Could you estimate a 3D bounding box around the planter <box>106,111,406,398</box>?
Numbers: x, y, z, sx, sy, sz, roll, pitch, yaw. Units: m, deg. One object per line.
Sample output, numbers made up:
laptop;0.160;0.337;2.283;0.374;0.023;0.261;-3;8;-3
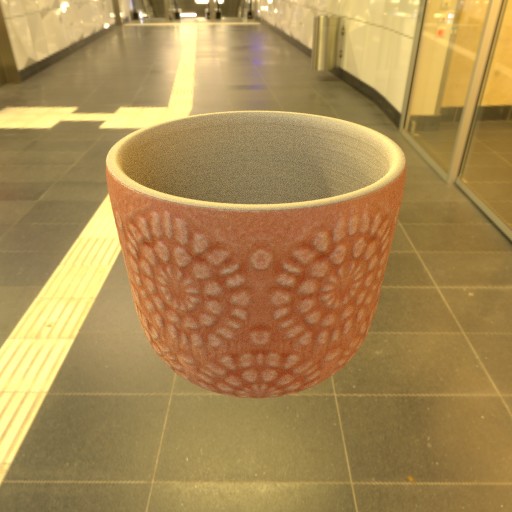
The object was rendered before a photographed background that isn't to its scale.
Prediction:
planter;0.000;0.000;0.216;0.124;0.109;0.124;0;32;0
